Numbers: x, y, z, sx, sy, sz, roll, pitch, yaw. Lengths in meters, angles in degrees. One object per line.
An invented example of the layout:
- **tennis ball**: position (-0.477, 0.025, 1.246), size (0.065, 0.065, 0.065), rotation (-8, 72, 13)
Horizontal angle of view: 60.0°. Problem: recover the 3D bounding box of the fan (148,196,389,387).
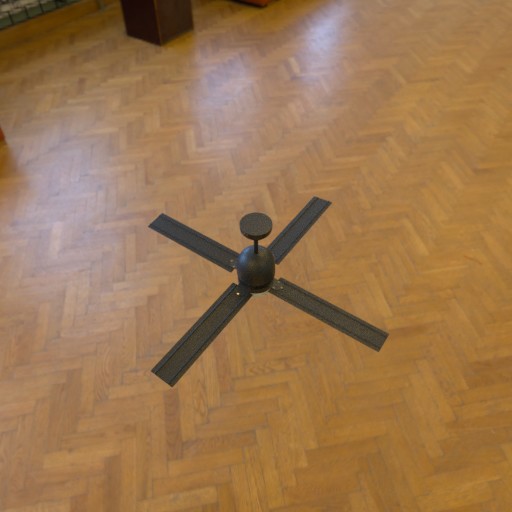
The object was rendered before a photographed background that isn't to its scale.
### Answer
- **fan**: position (0.000, 0.000, 2.024), size (1.319, 0.410, 1.319), rotation (26, 53, 21)
